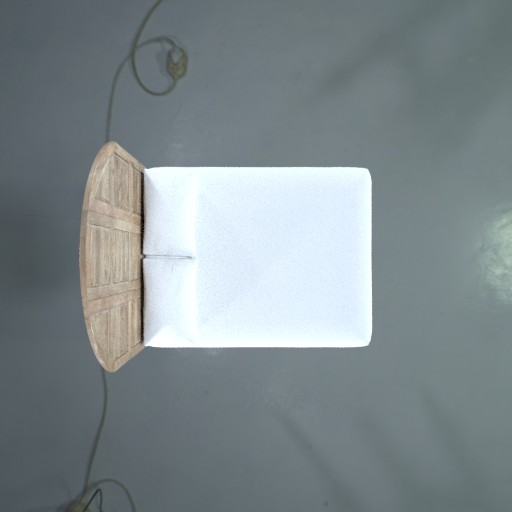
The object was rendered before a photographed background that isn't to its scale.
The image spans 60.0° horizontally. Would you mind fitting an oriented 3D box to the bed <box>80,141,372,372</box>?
[{"bbox_3d":[0.000,0.000,3.573,2.112,2.002,1.713,0,90,0],"label":"bed"}]
